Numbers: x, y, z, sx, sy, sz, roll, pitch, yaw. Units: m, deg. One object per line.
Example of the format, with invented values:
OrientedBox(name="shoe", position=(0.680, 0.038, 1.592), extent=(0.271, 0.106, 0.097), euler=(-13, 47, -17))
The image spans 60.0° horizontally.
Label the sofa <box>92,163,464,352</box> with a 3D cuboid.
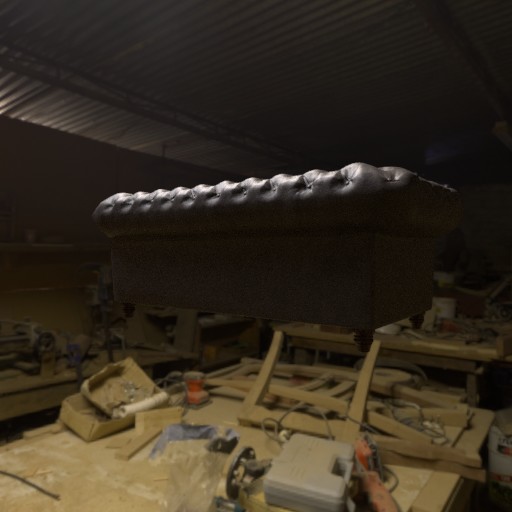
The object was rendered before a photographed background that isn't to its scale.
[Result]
OrientedBox(name="sofa", position=(0.000, 0.000, 2.556), extent=(2.048, 0.779, 0.944), euler=(0, 1, 37))
